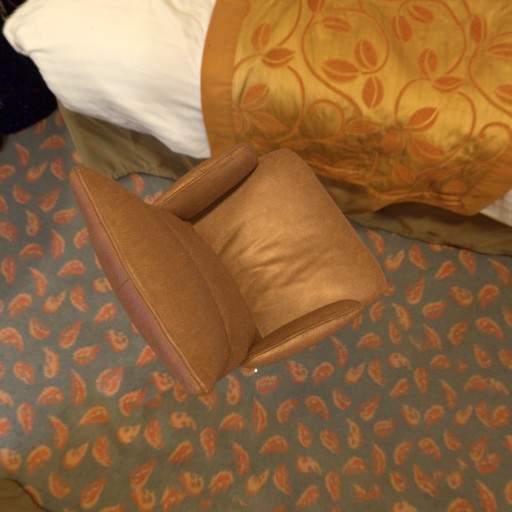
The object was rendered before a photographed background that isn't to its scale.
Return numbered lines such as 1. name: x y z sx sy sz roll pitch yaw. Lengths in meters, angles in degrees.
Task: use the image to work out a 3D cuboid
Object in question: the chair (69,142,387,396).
1. chair: 0.000 0.000 1.513 0.794 1.027 0.711 -32 78 -8
